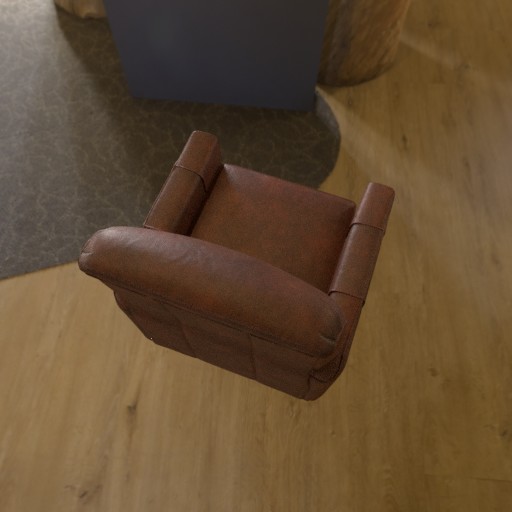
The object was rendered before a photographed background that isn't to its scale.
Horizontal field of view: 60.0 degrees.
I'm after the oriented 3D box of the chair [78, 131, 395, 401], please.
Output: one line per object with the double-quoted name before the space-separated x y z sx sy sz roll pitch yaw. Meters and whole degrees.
"chair" 0.000 0.000 1.657 0.843 1.043 0.836 18 65 9
